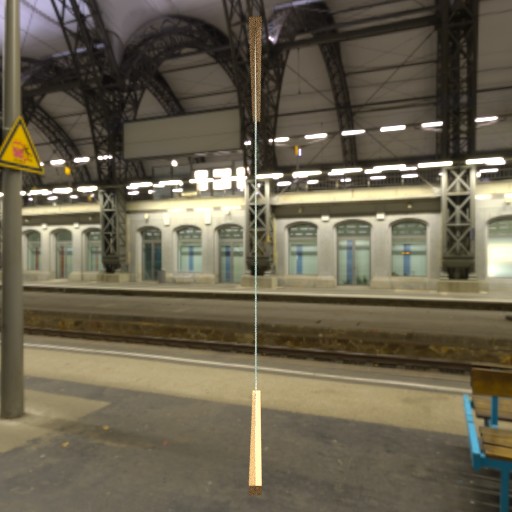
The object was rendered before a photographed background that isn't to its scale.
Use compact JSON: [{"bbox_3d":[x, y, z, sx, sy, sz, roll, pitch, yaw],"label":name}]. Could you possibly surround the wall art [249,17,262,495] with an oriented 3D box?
[{"bbox_3d":[0.000,0.000,1.281,0.027,1.020,0.669,0,0,0],"label":"wall art"}]
